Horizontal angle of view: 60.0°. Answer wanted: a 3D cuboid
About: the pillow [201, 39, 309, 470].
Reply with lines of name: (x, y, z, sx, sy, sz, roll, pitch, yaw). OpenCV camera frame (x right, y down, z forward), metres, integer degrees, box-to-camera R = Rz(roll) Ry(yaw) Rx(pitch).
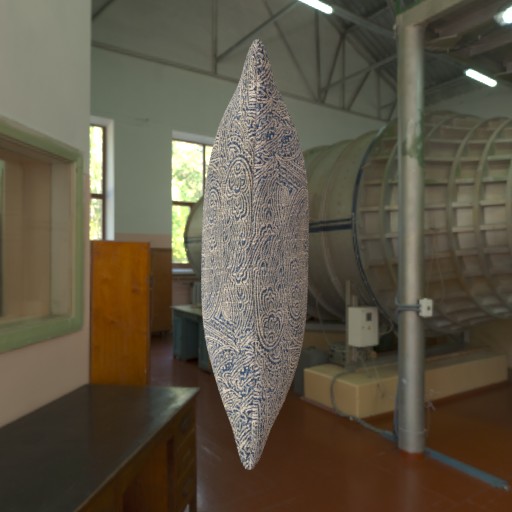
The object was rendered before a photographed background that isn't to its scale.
pillow: (0.000, 0.000, 0.781, 0.166, 0.510, 0.523, 0, 0, 1)
